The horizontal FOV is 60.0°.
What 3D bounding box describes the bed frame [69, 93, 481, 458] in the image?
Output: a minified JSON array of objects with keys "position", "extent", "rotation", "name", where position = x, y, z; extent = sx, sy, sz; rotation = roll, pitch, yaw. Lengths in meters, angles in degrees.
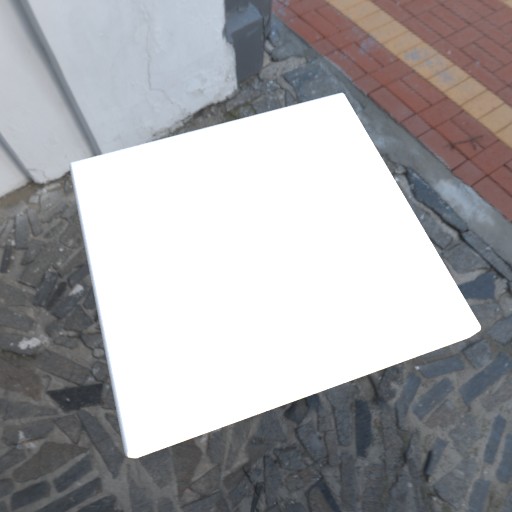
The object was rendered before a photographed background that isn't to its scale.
[{"position":[0.000,0.000,2.972],"extent":[2.033,0.525,1.935],"rotation":[-17,65,-8],"name":"bed frame"}]
